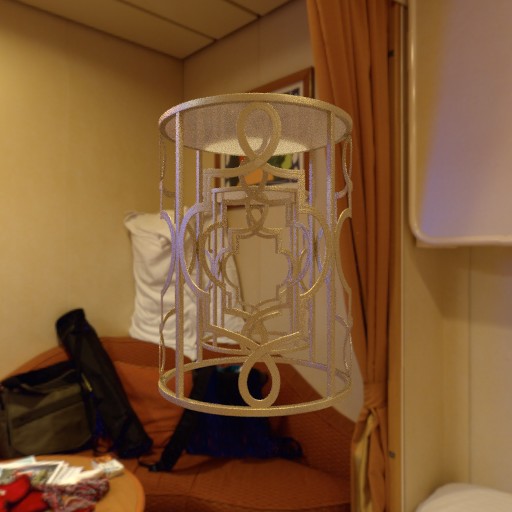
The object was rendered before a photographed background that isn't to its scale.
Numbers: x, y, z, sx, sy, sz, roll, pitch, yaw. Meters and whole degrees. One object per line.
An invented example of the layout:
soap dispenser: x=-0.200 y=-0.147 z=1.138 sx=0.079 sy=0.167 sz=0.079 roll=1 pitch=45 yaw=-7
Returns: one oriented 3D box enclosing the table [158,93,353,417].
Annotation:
table: x=0.000 y=0.000 z=1.196 sx=0.420 sy=0.564 sz=0.846 roll=0 pitch=0 yaw=0
